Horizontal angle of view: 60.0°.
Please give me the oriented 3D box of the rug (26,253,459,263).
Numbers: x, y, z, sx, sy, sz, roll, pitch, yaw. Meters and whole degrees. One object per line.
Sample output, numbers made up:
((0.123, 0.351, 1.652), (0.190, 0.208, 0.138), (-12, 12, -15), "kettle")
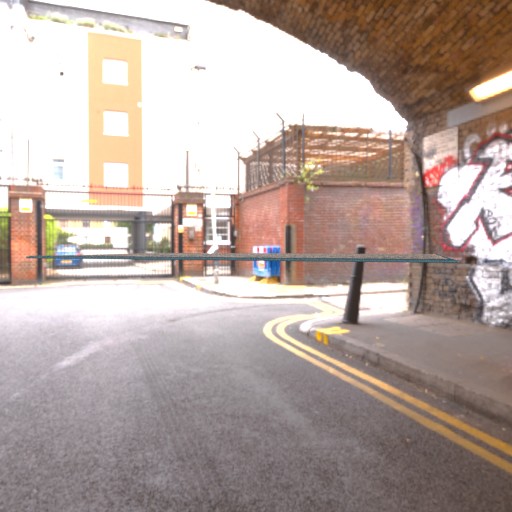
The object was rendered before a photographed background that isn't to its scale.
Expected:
((0.000, 0.000, 2.313), (1.833, 0.012, 1.211), (0, 1, 20), "rug")
